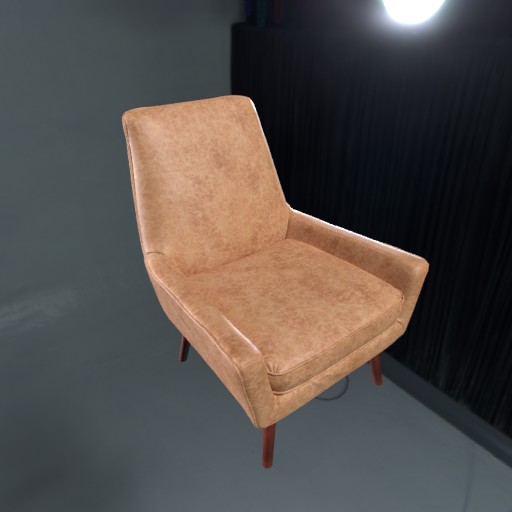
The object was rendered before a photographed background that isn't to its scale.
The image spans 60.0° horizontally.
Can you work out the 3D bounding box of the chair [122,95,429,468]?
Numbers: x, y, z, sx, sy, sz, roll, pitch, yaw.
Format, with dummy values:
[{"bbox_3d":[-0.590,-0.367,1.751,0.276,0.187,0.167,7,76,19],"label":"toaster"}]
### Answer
[{"bbox_3d":[0.000,0.000,1.466,0.753,0.883,0.851,-22,36,-33],"label":"chair"}]
